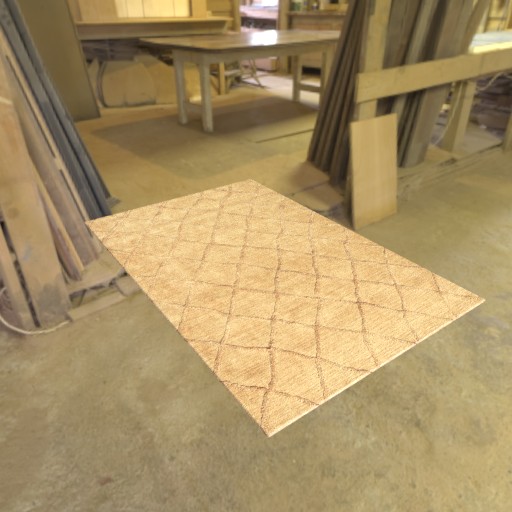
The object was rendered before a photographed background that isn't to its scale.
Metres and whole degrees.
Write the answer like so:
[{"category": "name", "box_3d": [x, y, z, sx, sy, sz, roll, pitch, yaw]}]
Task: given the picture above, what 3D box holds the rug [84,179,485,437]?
[{"category": "rug", "box_3d": [0.000, 0.000, 2.907, 1.528, 0.014, 2.292, -20, 36, -30]}]
